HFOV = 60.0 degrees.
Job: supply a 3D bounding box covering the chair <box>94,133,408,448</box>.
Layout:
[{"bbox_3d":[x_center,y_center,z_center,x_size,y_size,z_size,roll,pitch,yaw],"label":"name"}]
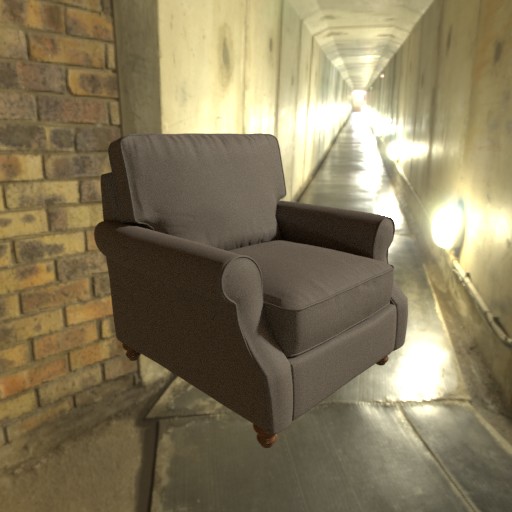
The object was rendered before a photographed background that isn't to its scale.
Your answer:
[{"bbox_3d":[0.000,0.000,1.812,0.966,0.967,1.029,15,21,42],"label":"chair"}]
